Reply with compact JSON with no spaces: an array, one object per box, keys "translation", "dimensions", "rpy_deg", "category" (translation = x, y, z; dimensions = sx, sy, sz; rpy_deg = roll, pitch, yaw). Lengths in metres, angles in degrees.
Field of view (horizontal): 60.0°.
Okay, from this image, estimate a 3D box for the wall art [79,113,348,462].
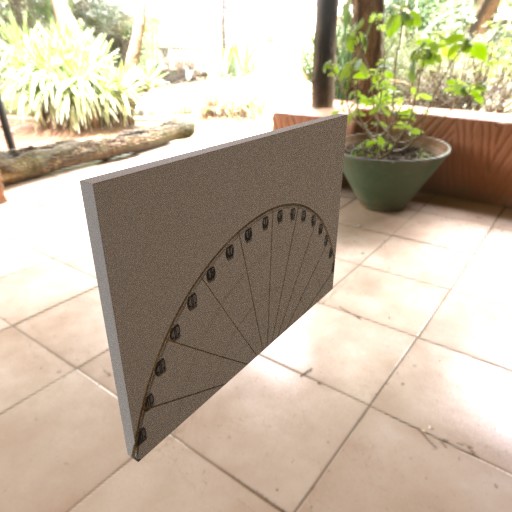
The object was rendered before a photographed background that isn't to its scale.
[{"translation":[0.000,0.000,1.139],"dimensions":[0.038,0.601,0.898],"rpy_deg":[17,31,32],"category":"wall art"}]
